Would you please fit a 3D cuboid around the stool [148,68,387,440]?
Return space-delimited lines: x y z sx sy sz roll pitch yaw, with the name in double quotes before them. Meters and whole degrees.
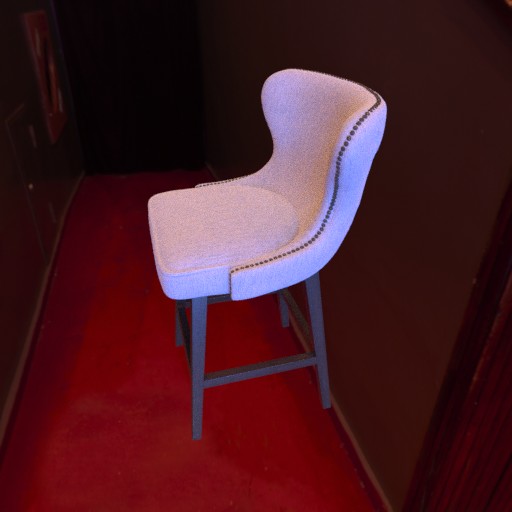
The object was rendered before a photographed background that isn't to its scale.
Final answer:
"stool" 0.000 0.000 1.343 0.597 0.972 0.615 -8 33 -13
